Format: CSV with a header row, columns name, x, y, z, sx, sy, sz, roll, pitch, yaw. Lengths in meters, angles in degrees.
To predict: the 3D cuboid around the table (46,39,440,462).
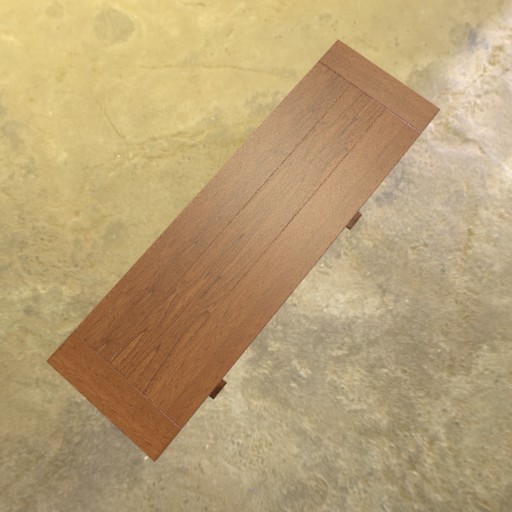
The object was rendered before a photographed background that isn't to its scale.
name,x,y,z,sx,sy,sz,roll,pitch,yaw
table,0.000,0.000,1.863,0.461,0.852,1.478,39,80,8
